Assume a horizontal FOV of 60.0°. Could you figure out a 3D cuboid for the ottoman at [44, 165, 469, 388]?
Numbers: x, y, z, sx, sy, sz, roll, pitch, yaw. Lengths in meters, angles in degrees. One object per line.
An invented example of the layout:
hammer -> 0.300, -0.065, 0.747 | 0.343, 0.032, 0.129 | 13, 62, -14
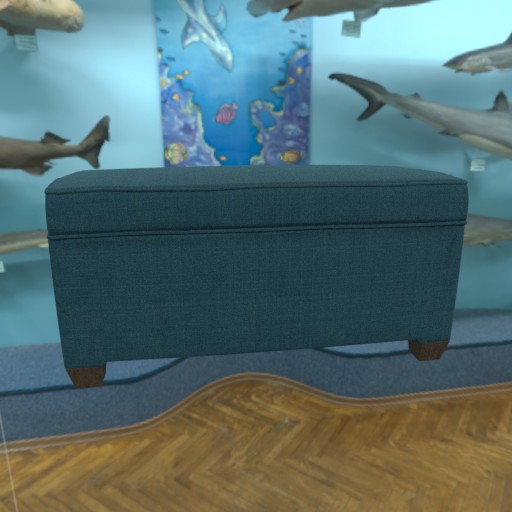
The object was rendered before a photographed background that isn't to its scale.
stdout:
ottoman -> 0.000, 0.000, 1.200 | 0.943, 0.474, 0.474 | -2, 16, -8
